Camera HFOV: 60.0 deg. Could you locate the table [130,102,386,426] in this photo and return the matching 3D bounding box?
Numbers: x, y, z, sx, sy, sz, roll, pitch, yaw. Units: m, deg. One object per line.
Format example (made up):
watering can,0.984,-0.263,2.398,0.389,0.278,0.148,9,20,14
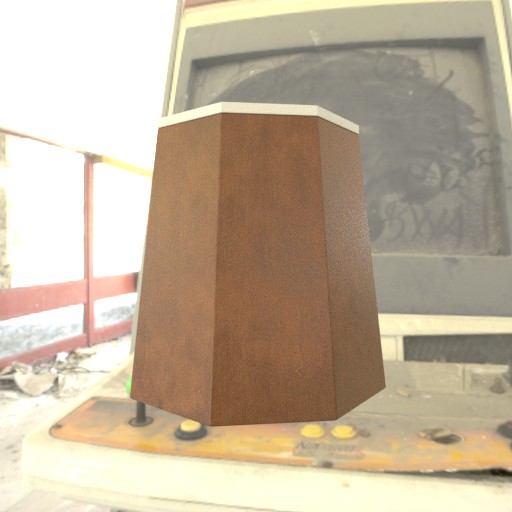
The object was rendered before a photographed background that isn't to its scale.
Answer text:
table,0.000,0.000,0.826,0.439,0.457,0.439,1,2,36
